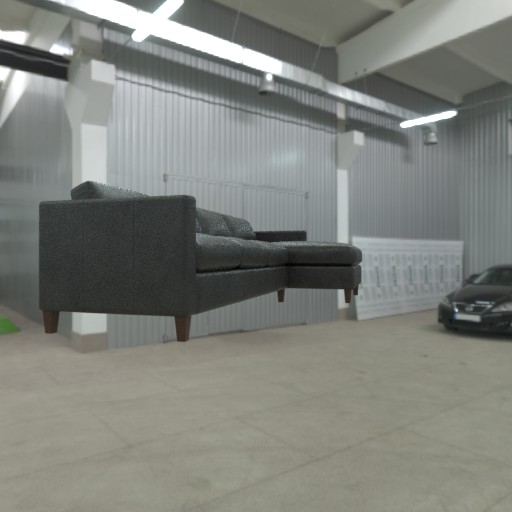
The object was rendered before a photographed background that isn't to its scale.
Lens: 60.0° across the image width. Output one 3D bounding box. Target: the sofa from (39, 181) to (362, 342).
[{"bbox_3d":[0.000,0.000,3.780,1.581,0.883,3.203,0,0,17],"label":"sofa"}]
